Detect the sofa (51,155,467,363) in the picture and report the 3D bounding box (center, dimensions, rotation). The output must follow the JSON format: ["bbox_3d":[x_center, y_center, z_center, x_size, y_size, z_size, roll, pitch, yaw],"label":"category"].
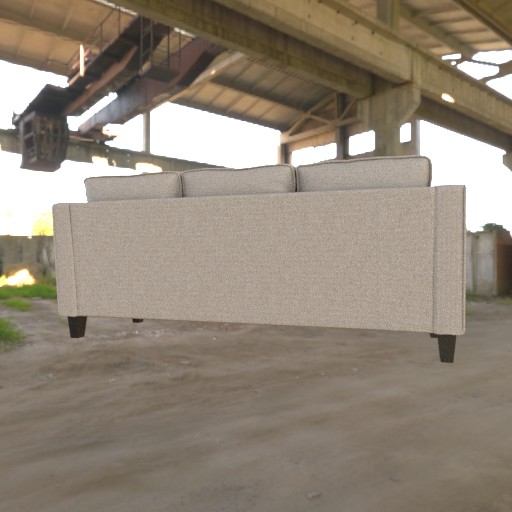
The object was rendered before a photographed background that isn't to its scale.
[{"bbox_3d":[0.000,0.000,2.589,2.129,0.950,0.899,0,0,18],"label":"sofa"}]
